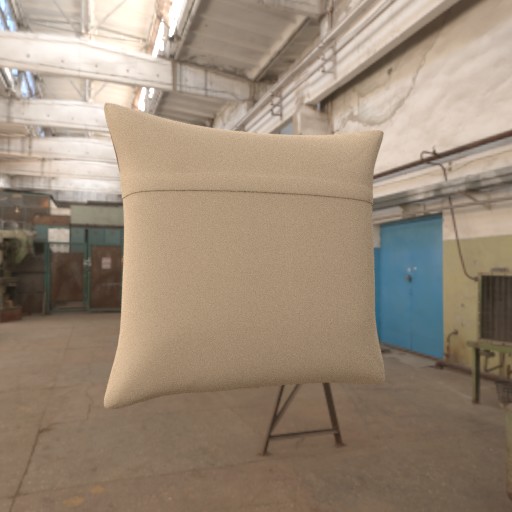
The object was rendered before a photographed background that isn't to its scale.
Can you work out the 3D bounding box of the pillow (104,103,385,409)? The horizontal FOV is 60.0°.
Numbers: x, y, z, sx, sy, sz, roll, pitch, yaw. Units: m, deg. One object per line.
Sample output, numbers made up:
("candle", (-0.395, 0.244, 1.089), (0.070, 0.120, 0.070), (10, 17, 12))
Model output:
("pillow", (0.000, 0.000, 0.767), (0.501, 0.477, 0.192), (0, -1, -17))
